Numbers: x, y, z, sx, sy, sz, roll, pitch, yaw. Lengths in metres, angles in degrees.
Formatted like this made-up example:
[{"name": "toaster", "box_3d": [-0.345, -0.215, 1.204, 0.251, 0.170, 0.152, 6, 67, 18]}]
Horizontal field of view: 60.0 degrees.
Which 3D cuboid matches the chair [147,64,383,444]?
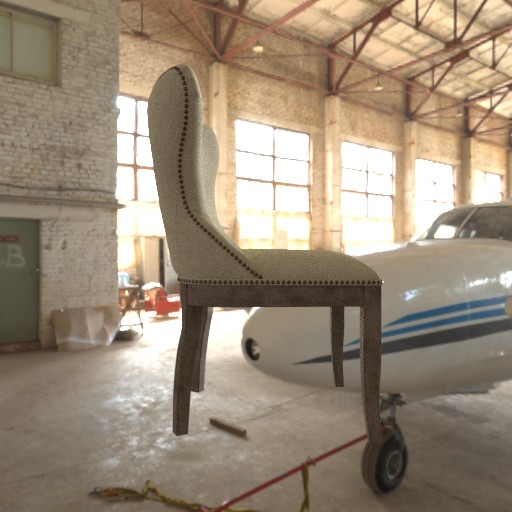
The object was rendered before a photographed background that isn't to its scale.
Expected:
[{"name": "chair", "box_3d": [0.000, 0.000, 1.444, 0.681, 1.002, 0.654, 0, 1, 0]}]
